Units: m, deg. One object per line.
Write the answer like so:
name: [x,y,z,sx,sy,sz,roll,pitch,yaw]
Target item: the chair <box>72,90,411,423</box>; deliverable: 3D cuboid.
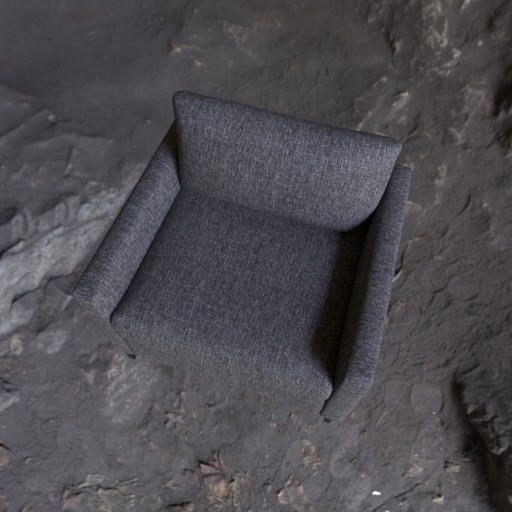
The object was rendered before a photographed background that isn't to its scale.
chair: [0.000,0.000,1.648,0.963,0.861,0.866,15,60,9]
